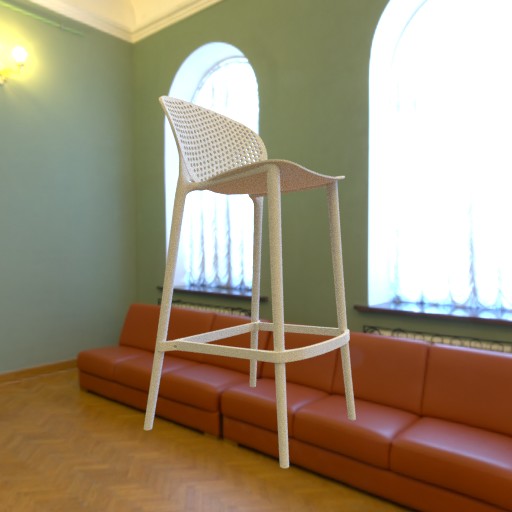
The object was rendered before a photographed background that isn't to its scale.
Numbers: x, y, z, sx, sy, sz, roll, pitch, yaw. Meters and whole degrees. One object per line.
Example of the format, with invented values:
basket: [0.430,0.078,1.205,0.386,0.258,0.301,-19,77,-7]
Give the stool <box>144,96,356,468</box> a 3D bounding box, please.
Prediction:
stool: [0.000,0.000,1.396,0.535,1.045,0.536,1,2,38]
